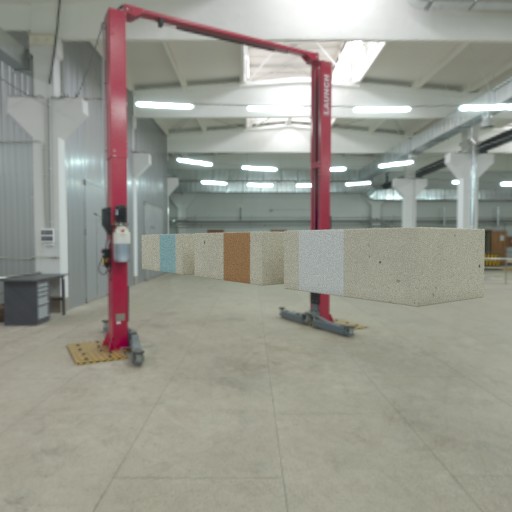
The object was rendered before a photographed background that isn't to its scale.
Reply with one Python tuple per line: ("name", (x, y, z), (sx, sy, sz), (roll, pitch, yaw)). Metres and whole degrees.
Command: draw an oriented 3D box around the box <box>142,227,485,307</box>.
("box", (0.000, 0.000, 0.488), (0.082, 0.051, 0.461), (-1, 2, -36))
